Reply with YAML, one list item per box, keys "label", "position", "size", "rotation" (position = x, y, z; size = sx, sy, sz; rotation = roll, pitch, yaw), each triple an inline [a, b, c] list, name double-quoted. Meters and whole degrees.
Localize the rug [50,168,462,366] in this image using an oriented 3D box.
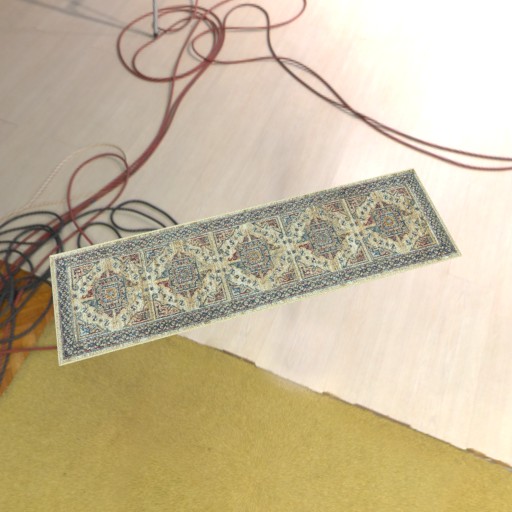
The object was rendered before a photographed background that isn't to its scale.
- label: "rug"
  position: [0.000, 0.000, 2.567]
  size: [2.297, 0.013, 0.661]
  rotation: [-14, 64, -7]
